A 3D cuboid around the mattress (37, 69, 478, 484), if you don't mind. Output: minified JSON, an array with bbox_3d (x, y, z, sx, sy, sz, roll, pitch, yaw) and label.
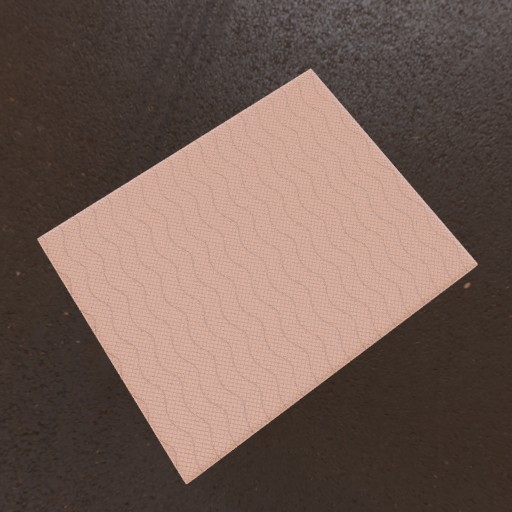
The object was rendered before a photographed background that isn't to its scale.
[{"bbox_3d":[0.000,0.000,2.660,2.000,0.230,1.600,-34,78,-8],"label":"mattress"}]
